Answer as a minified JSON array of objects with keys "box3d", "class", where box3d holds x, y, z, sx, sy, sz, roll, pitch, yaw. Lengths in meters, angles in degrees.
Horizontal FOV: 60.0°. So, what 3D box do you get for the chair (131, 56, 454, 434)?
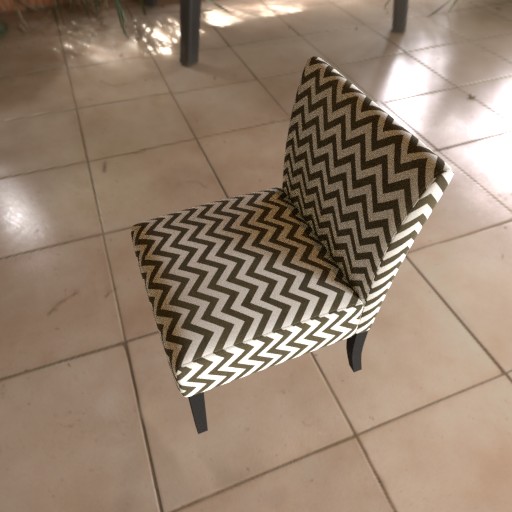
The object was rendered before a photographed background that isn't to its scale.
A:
[{"box3d":[0.000,0.000,1.290,0.648,0.838,0.589,-17,49,-15],"class":"chair"}]
